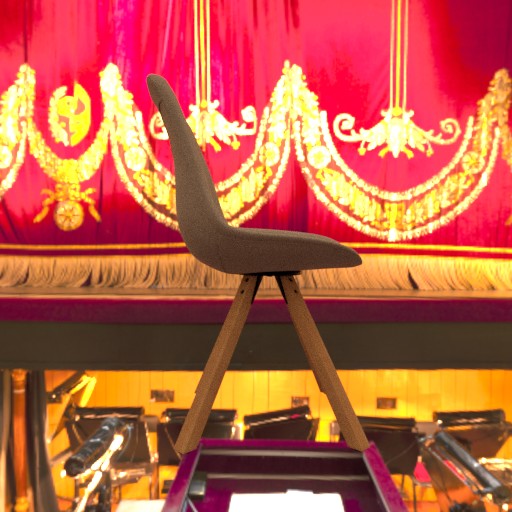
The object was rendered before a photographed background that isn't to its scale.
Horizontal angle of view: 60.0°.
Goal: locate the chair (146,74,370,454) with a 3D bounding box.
[{"bbox_3d":[0.000,0.000,1.179,0.549,0.863,0.474,0,1,-1],"label":"chair"}]
